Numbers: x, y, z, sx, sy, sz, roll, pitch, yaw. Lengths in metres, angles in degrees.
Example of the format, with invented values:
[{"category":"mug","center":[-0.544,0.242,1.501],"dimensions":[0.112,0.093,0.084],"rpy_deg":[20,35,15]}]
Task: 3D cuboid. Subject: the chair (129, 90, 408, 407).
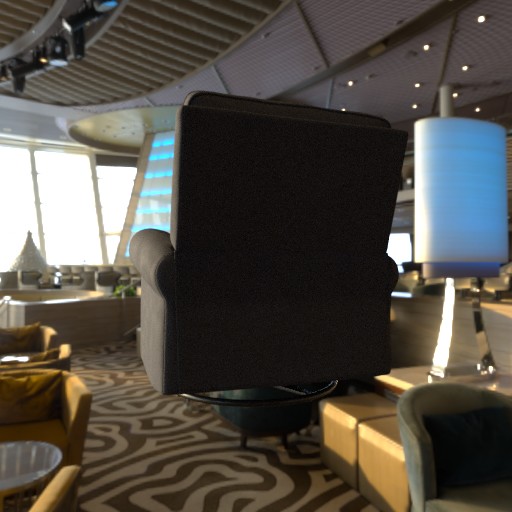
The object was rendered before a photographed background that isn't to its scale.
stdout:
[{"category":"chair","center":[0.000,0.000,1.667],"dimensions":[0.890,0.961,0.878],"rpy_deg":[0,-1,-19]}]
